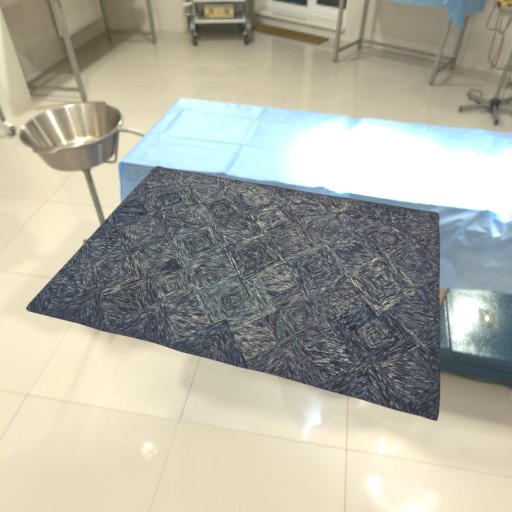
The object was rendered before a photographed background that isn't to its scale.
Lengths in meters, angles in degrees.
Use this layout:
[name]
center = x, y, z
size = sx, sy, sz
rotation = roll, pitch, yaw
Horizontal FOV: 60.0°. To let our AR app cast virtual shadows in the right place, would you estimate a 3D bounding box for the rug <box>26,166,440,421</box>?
[rug]
center = 0.000, 0.000, 4.089
size = 3.245, 0.024, 2.385
rotation = 12, 43, 13
